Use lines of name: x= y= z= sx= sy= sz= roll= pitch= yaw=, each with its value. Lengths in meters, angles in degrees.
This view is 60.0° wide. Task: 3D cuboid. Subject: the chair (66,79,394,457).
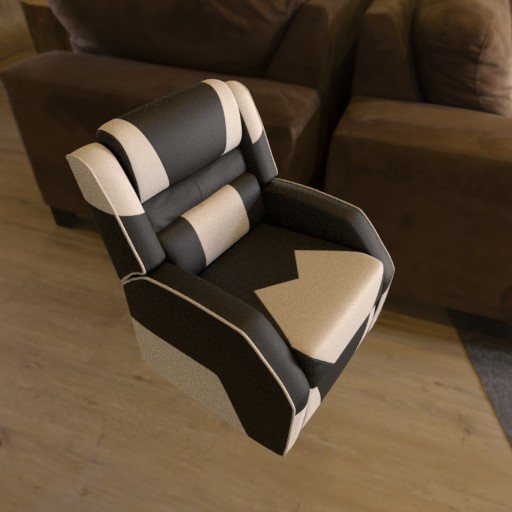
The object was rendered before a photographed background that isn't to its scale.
chair: x=0.000 y=0.000 z=1.304 sx=0.672 sy=0.805 sz=0.620 roll=25 pitch=46 yaw=26
